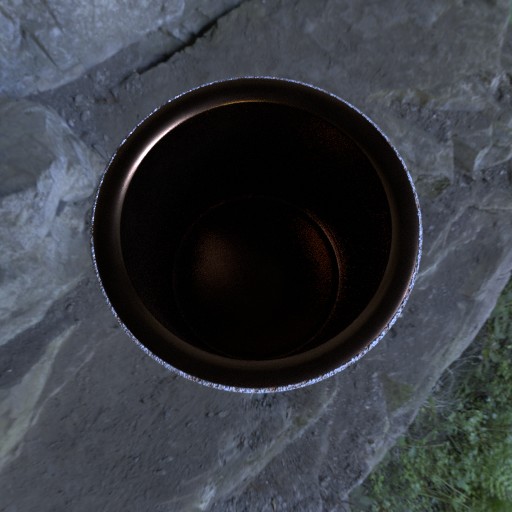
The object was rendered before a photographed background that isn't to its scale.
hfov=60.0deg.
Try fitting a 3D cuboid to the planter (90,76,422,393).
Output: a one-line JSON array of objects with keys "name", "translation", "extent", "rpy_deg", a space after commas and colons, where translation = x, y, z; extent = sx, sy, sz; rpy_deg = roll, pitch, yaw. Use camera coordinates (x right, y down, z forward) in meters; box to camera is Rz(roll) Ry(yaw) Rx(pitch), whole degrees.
[{"name": "planter", "translation": [0.000, 0.000, 0.188], "extent": [0.109, 0.096, 0.109], "rpy_deg": [0, 76, 0]}]
